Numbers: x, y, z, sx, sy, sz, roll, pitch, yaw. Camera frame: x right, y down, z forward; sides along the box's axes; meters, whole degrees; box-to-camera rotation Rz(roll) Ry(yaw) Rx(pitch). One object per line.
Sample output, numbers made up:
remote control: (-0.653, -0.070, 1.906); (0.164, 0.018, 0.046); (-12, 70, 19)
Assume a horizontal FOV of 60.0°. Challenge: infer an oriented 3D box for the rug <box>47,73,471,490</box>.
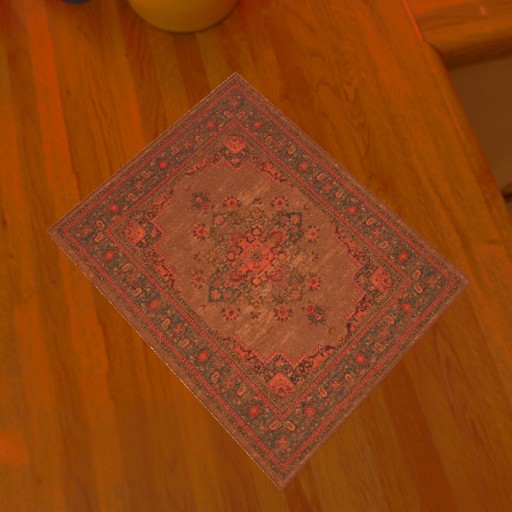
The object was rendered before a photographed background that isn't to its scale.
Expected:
rug: (0.000, 0.000, 4.034); (2.434, 0.013, 3.057); (-44, 79, -10)
